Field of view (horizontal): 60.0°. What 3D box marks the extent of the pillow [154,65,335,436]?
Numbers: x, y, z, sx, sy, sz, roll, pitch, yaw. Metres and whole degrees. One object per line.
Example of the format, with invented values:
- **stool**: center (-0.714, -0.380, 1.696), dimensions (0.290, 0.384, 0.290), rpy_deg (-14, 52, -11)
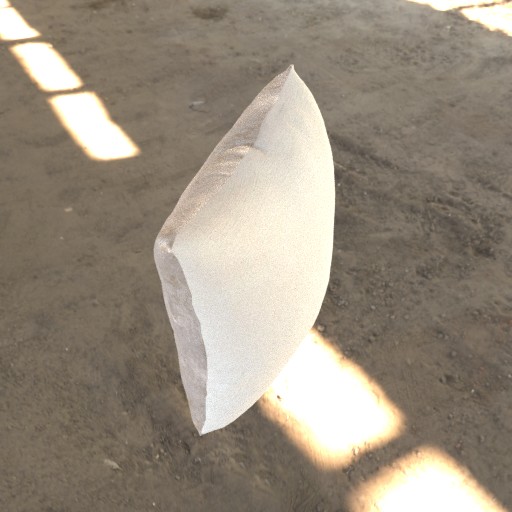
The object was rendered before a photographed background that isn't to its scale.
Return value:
- **pillow**: center (0.000, 0.000, 0.722), dimensions (0.245, 0.448, 0.450), rpy_deg (16, 48, 14)
